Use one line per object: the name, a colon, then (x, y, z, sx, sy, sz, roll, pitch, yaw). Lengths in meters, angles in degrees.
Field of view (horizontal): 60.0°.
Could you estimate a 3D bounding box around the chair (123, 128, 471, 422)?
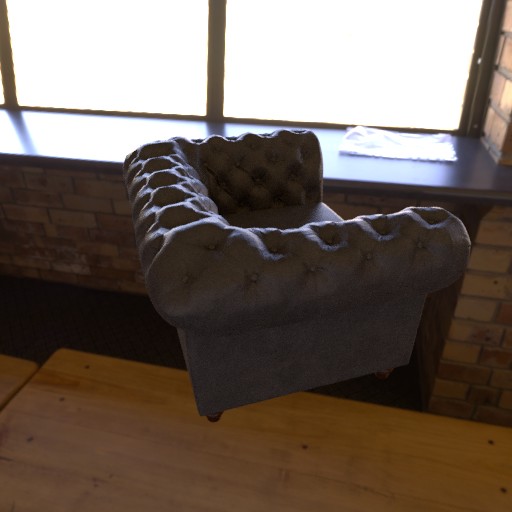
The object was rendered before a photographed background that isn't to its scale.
chair: (0.000, 0.000, 1.839, 0.943, 0.780, 1.298, -9, 31, -15)
